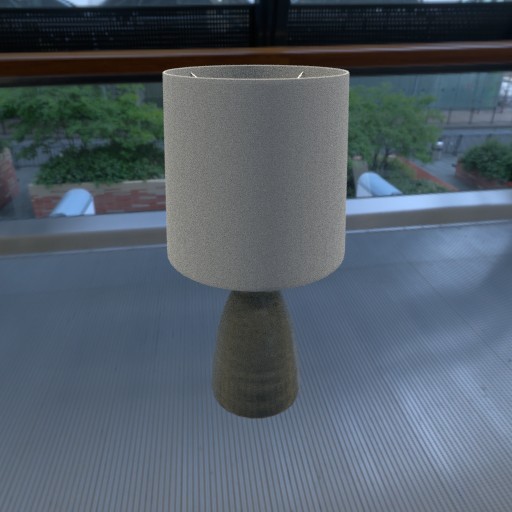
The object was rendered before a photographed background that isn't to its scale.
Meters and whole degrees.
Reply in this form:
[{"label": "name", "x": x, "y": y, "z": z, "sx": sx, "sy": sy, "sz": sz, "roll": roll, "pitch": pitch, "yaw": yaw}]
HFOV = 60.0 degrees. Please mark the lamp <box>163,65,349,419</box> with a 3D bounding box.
[{"label": "lamp", "x": 0.000, "y": 0.000, "z": 0.478, "sx": 0.186, "sy": 0.369, "sz": 0.186, "roll": 0, "pitch": 27, "yaw": 0}]
